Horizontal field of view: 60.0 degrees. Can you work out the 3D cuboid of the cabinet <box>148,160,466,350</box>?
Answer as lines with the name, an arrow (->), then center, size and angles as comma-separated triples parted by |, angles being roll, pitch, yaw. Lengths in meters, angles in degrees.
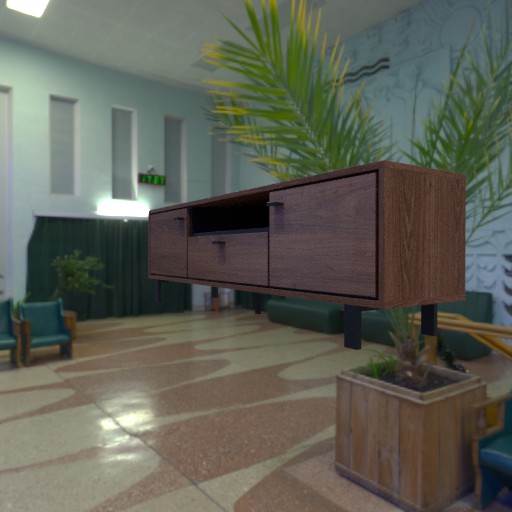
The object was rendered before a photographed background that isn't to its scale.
cabinet -> 0.000, 0.000, 1.902 | 0.400, 0.500, 1.650 | 0, 1, -34
